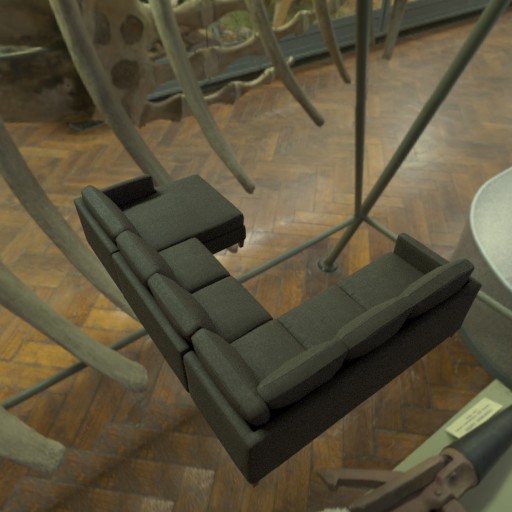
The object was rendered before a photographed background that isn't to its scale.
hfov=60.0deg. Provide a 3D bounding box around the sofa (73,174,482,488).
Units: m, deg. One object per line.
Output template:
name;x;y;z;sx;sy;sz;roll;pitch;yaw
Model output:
sofa;0.000;0.000;4.611;2.594;0.961;3.460;-26;49;-25
